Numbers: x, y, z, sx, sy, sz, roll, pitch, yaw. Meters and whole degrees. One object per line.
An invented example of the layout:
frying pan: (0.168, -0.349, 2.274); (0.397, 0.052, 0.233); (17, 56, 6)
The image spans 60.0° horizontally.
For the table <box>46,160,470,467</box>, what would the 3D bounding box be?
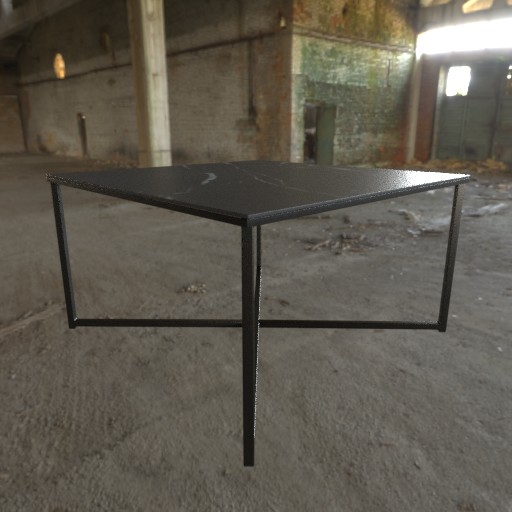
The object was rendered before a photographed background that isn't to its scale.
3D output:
table: (0.000, 0.000, 1.242); (0.800, 0.450, 0.800); (-15, 22, -42)
